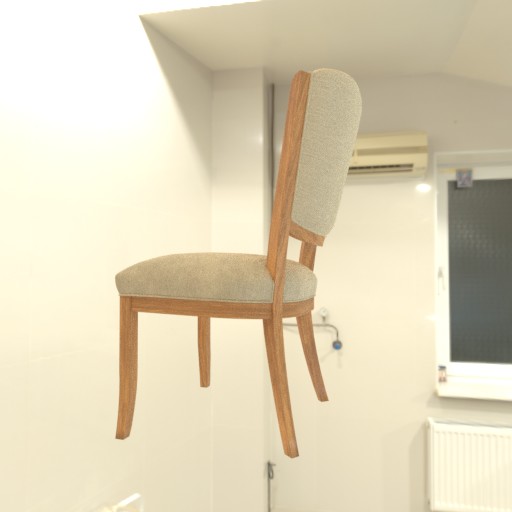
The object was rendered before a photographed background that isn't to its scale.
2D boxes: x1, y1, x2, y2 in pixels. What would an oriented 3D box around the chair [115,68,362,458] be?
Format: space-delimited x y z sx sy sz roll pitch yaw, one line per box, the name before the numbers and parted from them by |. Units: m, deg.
chair | 0.000 0.000 1.255 0.584 0.905 0.513 0 -1 18
